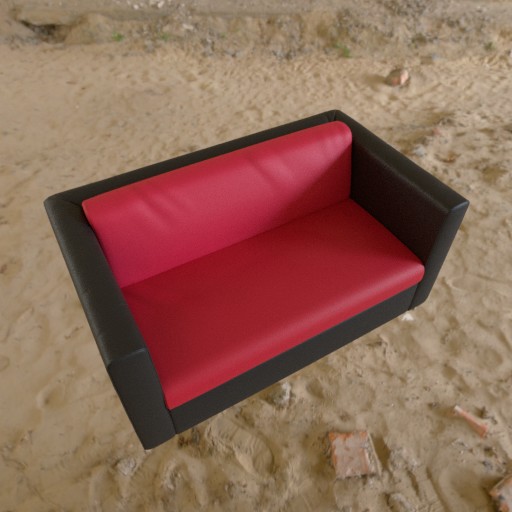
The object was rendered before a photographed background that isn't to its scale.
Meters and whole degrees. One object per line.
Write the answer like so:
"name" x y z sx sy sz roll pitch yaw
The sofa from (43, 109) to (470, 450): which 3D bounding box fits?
"sofa" 0.000 0.000 1.895 1.410 0.735 0.845 -23 50 -20
